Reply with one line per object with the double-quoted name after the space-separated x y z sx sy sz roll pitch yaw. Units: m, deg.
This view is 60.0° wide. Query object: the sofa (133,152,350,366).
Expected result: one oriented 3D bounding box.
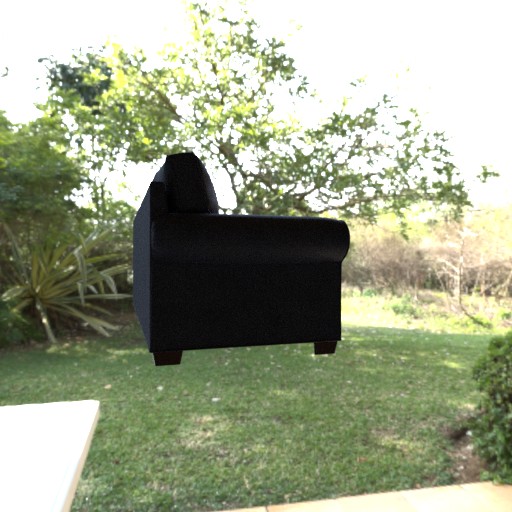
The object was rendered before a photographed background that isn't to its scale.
0.000 0.000 3.458 1.780 1.063 2.567 0 0 -17 "sofa"
